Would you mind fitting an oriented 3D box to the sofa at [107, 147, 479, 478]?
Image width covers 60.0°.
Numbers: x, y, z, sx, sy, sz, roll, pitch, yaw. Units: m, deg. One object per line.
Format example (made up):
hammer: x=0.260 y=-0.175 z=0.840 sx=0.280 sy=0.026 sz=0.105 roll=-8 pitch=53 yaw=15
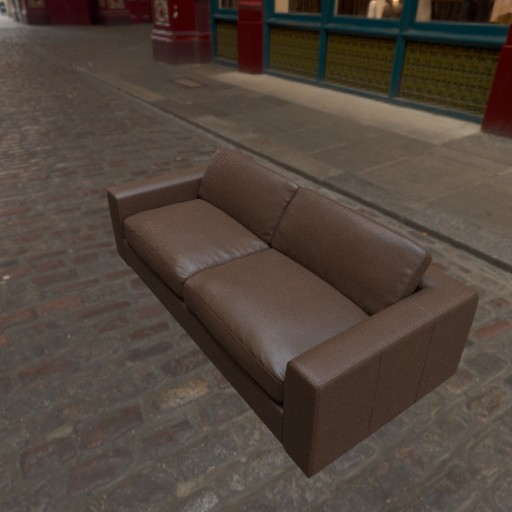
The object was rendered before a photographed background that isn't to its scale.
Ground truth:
sofa: x=0.000 y=0.000 z=2.716 sx=1.070 sy=0.801 sz=2.262 roll=-20 pitch=37 yaw=-29
